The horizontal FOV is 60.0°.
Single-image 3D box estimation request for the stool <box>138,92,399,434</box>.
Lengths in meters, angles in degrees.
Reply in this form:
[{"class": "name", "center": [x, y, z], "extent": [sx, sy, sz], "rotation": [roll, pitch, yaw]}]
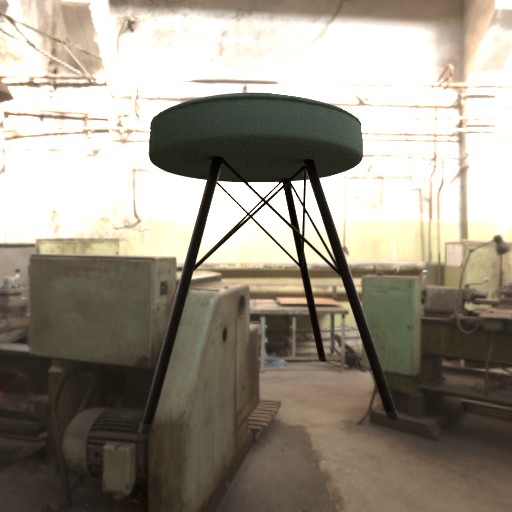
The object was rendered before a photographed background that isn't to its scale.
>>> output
[{"class": "stool", "center": [0.000, 0.000, 0.868], "extent": [0.458, 0.519, 0.457], "rotation": [0, 0, 0]}]
